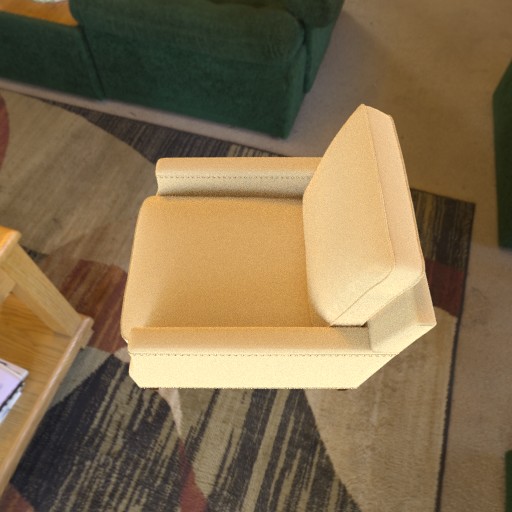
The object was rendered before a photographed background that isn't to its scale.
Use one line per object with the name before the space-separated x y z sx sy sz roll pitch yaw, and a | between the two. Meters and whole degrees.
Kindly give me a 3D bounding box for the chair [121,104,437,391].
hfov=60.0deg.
chair | 0.000 0.000 1.727 1.014 0.943 0.853 0 59 0
